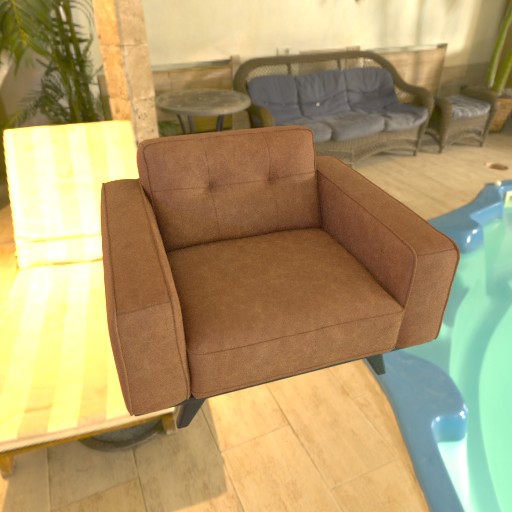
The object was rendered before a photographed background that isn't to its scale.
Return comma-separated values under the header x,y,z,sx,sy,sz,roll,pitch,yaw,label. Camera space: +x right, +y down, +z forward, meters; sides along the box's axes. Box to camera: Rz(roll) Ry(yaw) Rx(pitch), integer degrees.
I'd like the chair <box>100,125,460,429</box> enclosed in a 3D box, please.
x,y,z,sx,sy,sz,roll,pitch,yaw,label
0.000,0.000,1.726,1.118,0.782,0.952,-10,33,-15,chair
